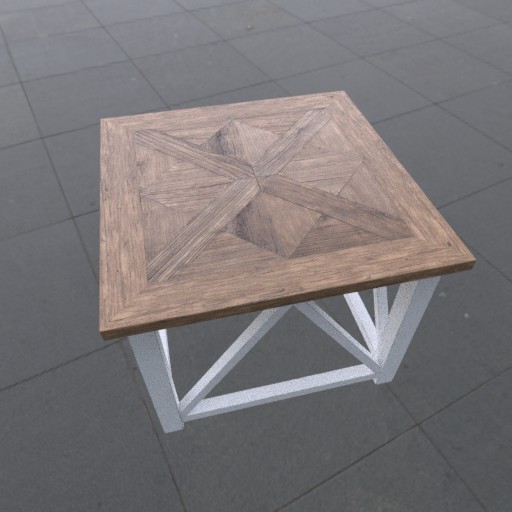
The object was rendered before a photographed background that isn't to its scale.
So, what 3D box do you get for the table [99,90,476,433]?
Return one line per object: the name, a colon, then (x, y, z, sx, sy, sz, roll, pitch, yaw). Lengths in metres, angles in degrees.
table: (0.000, 0.000, 1.216, 0.700, 0.532, 0.700, -10, 48, -9)
